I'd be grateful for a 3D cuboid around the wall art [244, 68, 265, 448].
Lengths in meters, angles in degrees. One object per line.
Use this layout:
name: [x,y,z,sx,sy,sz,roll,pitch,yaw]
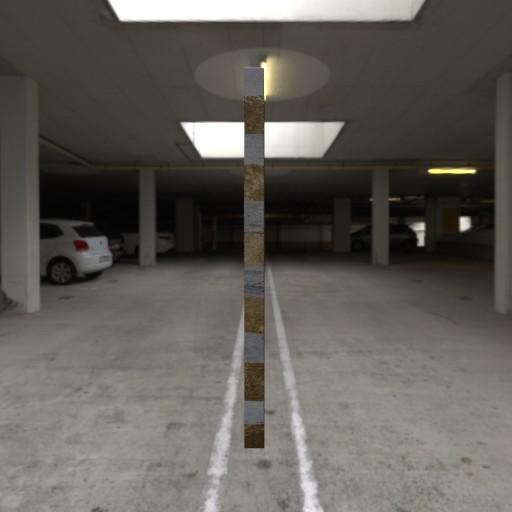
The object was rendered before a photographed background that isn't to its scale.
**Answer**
wall art: [0.000,0.000,1.458,0.041,0.762,1.145,0,1,0]
